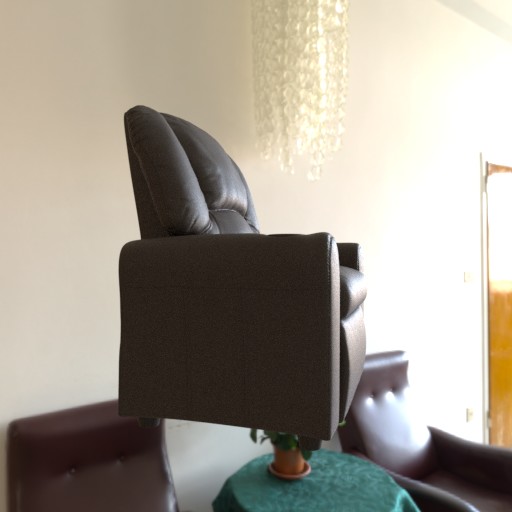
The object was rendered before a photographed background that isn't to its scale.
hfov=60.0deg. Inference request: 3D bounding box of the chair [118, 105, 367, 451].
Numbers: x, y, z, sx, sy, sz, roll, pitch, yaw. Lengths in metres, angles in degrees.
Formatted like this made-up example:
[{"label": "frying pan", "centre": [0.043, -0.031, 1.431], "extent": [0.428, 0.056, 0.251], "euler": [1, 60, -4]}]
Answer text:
[{"label": "chair", "centre": [0.000, 0.000, 1.105], "extent": [0.521, 0.709, 0.610], "euler": [0, -1, 19]}]
